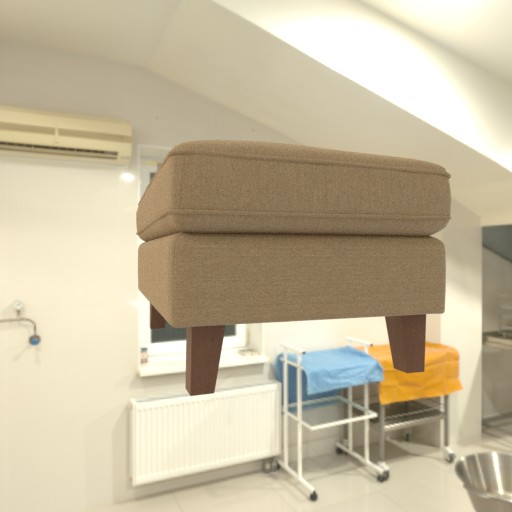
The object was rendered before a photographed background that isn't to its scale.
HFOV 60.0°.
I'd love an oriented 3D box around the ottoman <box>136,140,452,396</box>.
[{"bbox_3d":[0.000,0.000,1.306,0.636,0.521,0.945,0,0,-19],"label":"ottoman"}]
